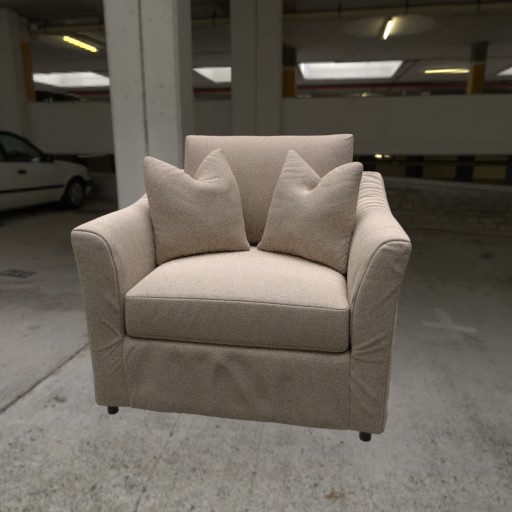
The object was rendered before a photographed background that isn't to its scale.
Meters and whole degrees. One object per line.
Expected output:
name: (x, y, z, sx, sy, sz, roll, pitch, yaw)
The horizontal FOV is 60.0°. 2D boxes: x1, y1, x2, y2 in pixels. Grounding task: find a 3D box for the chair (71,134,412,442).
chair: (0.000, 0.000, 2.035, 1.194, 1.093, 1.071, 2, 14, 10)
